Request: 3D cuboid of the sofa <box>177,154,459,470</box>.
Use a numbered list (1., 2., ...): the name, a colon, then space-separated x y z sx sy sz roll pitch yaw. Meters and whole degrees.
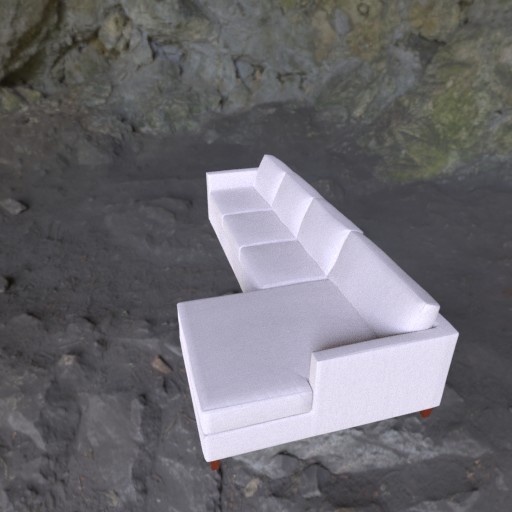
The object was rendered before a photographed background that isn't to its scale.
1. sofa: 0.000 0.000 4.041 1.599 0.954 3.471 -8 30 -14
